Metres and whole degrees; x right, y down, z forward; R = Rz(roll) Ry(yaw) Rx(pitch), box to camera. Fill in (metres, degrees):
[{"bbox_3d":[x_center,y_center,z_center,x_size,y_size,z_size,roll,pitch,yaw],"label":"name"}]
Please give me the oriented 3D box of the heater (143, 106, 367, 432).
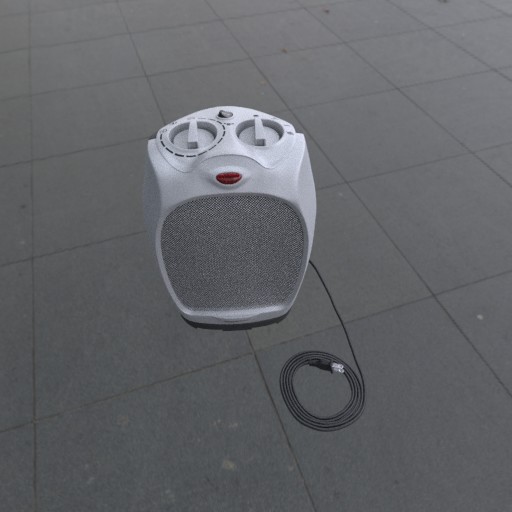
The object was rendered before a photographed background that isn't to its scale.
[{"bbox_3d":[0.000,0.000,0.475,0.239,0.255,0.291,-3,48,-3],"label":"heater"}]
